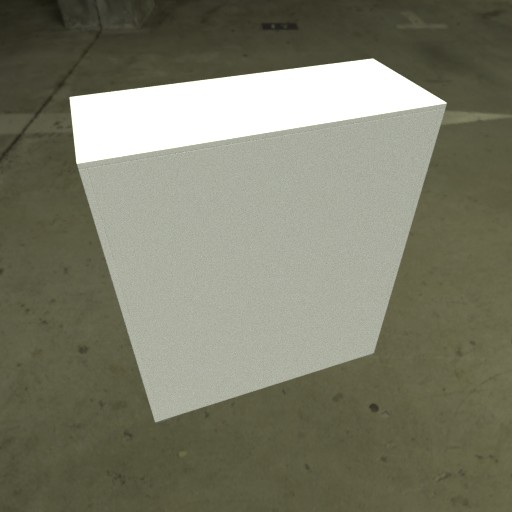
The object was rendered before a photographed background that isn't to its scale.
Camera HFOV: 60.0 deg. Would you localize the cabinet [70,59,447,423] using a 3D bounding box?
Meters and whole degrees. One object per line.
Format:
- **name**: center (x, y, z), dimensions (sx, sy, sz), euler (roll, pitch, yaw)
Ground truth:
- **cabinet**: center (0.000, 0.000, 1.659), dimensions (1.000, 1.190, 0.400), euler (-13, 43, -15)
